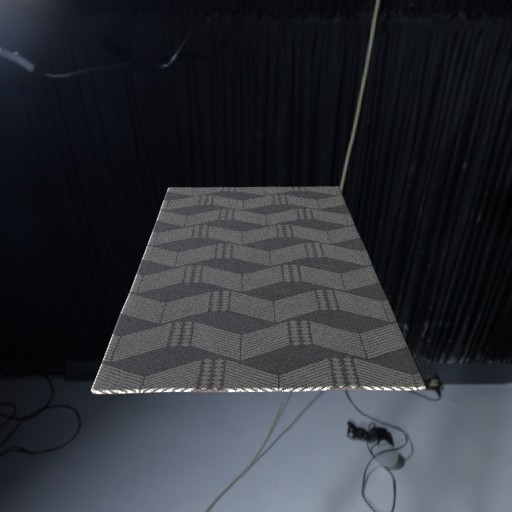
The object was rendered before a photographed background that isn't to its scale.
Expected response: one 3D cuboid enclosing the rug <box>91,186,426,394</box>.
[{"bbox_3d":[0.000,0.000,2.363,1.210,0.016,1.833,0,32,-1],"label":"rug"}]
